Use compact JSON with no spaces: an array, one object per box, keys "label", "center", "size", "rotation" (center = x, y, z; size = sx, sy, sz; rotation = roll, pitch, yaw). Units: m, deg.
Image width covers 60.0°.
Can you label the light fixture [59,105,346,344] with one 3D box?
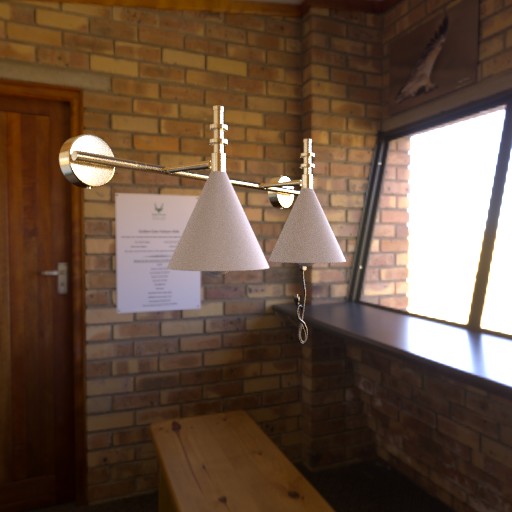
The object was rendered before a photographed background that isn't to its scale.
[{"label":"light fixture","center":[0.000,0.000,0.835],"size":[0.239,0.468,0.642],"rotation":[1,2,36]}]
